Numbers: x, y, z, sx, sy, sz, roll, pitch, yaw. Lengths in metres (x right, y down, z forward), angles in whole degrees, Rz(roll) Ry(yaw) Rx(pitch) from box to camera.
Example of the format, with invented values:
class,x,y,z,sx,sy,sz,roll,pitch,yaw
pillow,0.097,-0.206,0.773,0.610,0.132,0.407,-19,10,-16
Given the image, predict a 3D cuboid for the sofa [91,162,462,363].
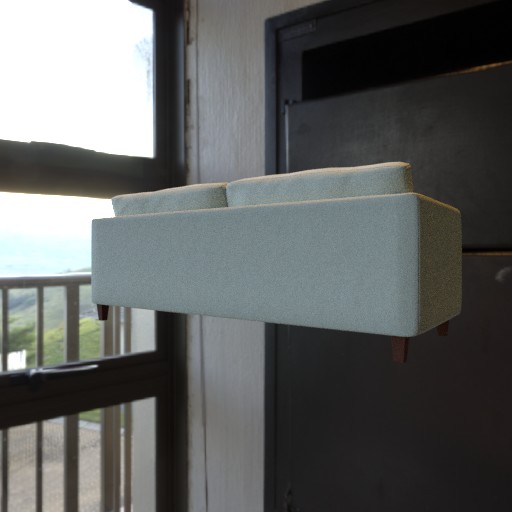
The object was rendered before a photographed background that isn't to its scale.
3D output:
class,x,y,z,sx,sy,sz,roll,pitch,yaw
sofa,0.000,0.000,3.008,2.434,0.965,0.948,0,0,36
